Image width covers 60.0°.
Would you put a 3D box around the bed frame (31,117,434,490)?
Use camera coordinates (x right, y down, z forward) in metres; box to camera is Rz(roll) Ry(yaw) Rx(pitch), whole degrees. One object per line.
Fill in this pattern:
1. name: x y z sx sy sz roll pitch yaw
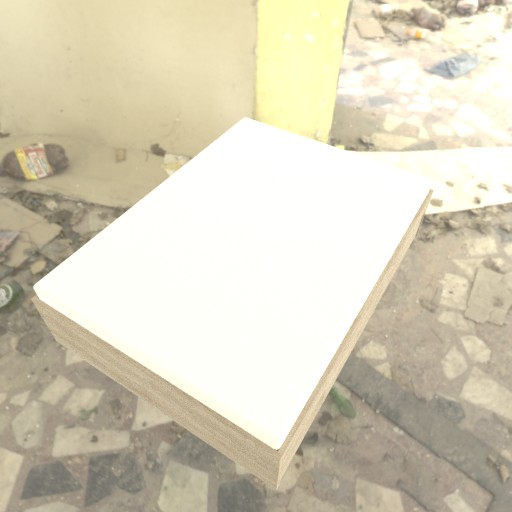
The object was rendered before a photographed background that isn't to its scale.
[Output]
1. bed frame: 0.000 0.000 2.633 1.448 0.490 1.944 25 52 21
